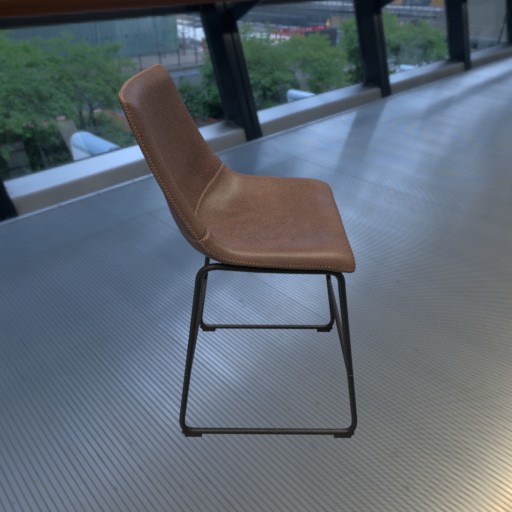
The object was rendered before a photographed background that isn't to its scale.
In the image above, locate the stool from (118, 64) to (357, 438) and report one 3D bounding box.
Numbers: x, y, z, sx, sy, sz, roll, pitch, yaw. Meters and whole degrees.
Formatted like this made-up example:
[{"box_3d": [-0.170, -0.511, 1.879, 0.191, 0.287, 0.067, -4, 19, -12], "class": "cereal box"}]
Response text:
[{"box_3d": [0.000, 0.000, 1.174, 0.550, 0.890, 0.460, 0, 32, 0], "class": "stool"}]
